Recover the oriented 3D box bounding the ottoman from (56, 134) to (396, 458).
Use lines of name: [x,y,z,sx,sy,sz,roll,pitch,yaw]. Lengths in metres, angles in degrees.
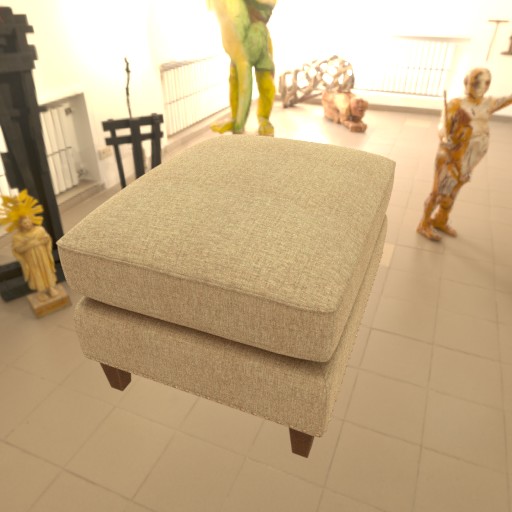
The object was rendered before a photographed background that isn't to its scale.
ottoman: [0.000,0.000,1.157,0.584,0.513,0.741,12,34,19]
